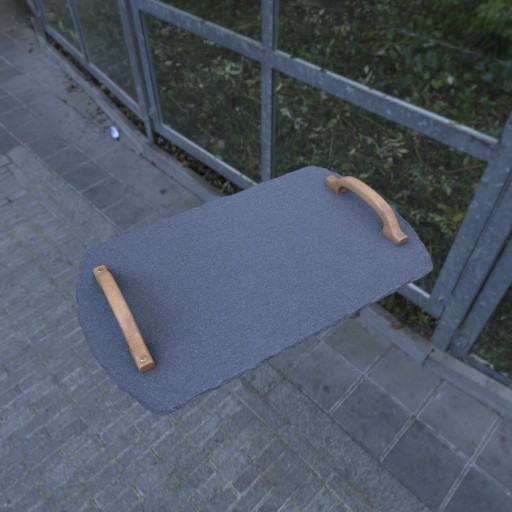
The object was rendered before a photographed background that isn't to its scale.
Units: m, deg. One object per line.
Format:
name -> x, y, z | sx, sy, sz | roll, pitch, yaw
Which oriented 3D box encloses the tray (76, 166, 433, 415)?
tray -> 0.000, 0.000, 0.491 | 0.387, 0.062, 0.231 | -24, 51, -21
